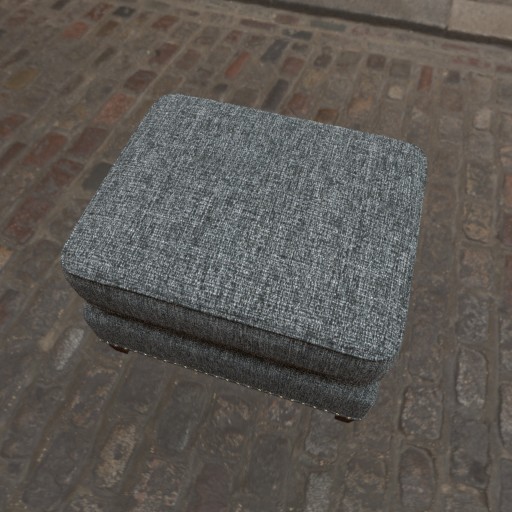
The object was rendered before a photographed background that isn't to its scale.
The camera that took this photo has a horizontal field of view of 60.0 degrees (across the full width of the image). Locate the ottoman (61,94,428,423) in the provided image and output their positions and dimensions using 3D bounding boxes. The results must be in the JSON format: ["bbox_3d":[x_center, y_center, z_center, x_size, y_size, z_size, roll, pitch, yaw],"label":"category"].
[{"bbox_3d":[0.000,0.000,1.154,0.738,0.537,0.589,15,60,9],"label":"ottoman"}]
